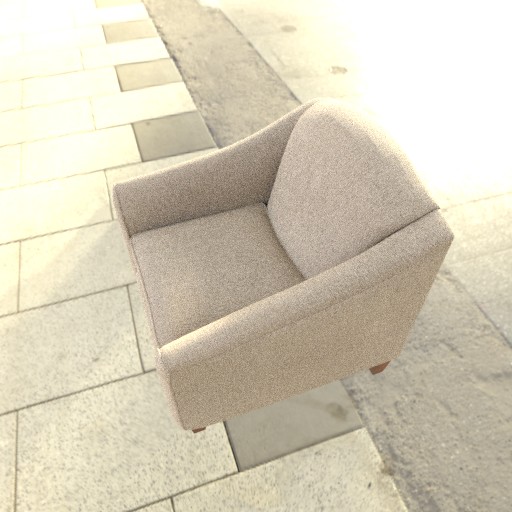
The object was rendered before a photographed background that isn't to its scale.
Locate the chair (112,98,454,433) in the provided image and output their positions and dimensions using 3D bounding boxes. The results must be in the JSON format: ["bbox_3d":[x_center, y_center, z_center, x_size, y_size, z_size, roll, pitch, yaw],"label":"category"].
[{"bbox_3d":[0.000,0.000,1.453,0.787,0.839,0.763,-16,49,-14],"label":"chair"}]
